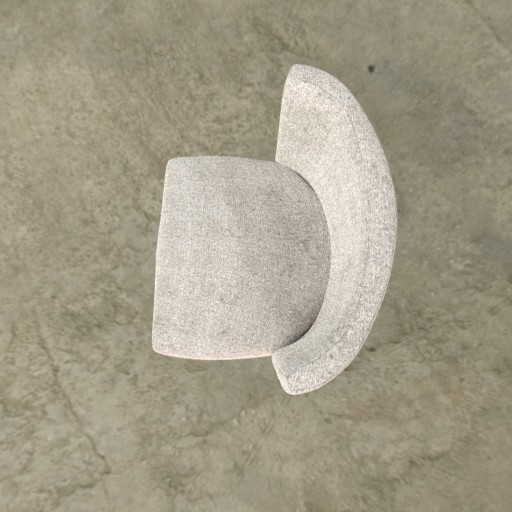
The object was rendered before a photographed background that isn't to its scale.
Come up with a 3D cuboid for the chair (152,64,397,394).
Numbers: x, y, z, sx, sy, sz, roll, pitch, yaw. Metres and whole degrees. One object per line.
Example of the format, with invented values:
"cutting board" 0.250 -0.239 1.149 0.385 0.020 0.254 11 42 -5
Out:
"chair" 0.000 0.000 1.291 0.575 0.827 0.728 1 76 0
